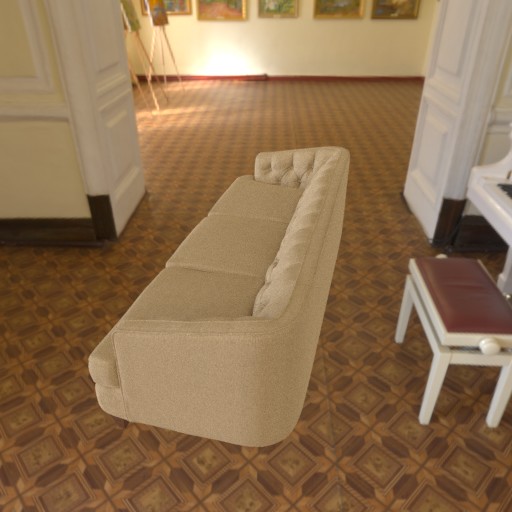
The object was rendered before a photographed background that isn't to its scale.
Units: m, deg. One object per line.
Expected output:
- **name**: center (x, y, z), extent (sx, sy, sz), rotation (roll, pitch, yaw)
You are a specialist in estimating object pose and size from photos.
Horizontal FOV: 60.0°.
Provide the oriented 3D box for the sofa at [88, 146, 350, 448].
- **sofa**: center (0.000, 0.000, 2.699), extent (0.913, 0.788, 2.235), rotation (8, 32, 13)
